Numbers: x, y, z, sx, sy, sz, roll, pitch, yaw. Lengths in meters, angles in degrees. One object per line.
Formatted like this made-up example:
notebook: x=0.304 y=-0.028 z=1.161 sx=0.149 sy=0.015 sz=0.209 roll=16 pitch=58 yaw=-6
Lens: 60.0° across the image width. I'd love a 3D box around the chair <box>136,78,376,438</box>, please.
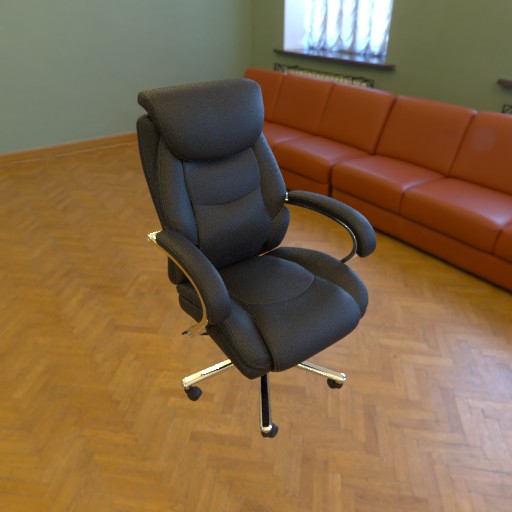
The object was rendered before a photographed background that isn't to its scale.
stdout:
chair: x=0.000 y=0.000 z=1.719 sx=0.755 sy=1.183 sz=0.790 roll=-21 pitch=36 yaw=-32
